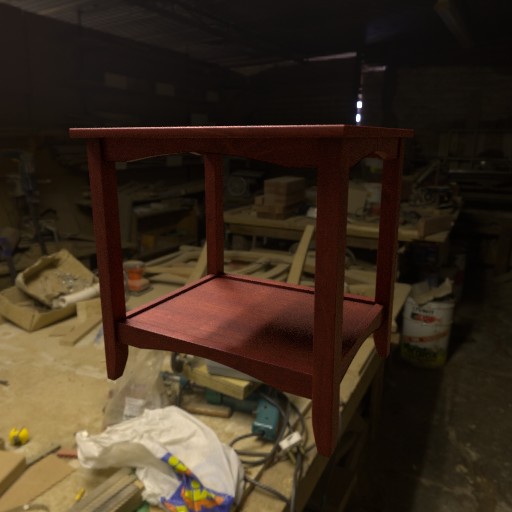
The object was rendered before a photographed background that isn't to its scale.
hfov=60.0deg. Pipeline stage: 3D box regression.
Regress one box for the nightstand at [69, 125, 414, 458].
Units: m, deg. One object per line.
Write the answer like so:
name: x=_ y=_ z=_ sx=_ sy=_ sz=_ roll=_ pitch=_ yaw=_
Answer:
nightstand: x=0.000 y=0.000 z=1.016 sx=0.558 sy=0.558 sz=0.501 roll=8 pitch=17 yaw=28
